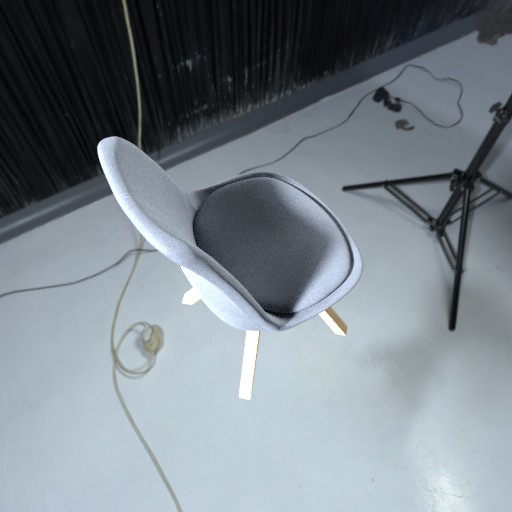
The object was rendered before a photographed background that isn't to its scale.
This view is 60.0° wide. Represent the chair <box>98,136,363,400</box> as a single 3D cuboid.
[{"bbox_3d":[0.000,0.000,1.179,0.549,0.863,0.474,-28,63,-16],"label":"chair"}]
